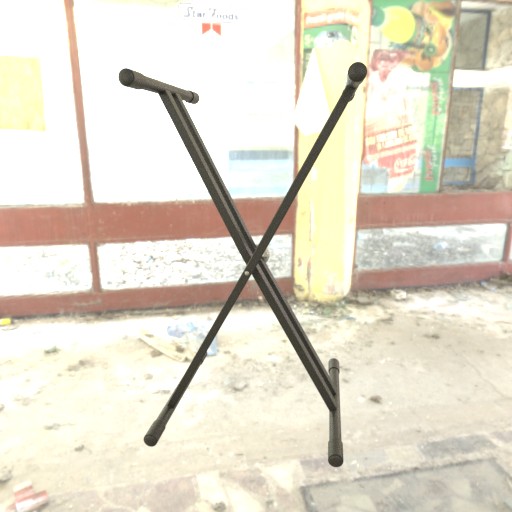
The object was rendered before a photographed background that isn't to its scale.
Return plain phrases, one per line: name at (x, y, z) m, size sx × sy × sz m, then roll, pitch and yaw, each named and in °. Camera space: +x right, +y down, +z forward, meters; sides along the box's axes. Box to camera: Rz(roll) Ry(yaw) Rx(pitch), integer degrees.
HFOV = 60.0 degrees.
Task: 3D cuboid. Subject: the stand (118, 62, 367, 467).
stand at (0.000, 0.000, 1.214) m, size 0.503 × 0.900 × 0.495 m, roll 2°, pitch 15°, yaw 9°
